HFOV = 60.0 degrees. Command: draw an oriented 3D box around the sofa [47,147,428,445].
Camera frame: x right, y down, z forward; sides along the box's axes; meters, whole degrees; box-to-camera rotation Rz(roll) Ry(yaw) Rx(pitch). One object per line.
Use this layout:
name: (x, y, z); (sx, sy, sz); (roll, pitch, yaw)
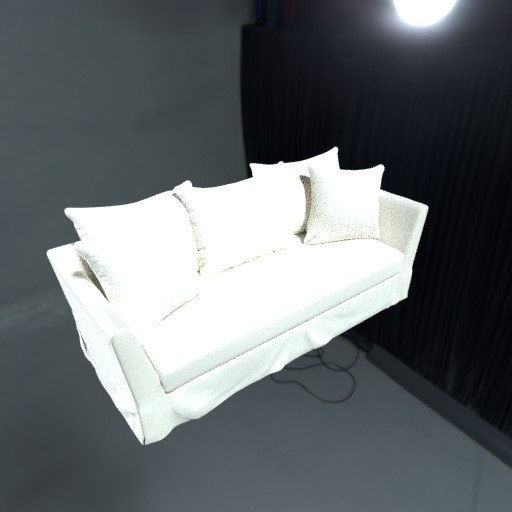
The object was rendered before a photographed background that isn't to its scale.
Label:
sofa: (0.000, 0.000, 2.909); (2.290, 1.034, 1.031); (-21, 35, -32)
